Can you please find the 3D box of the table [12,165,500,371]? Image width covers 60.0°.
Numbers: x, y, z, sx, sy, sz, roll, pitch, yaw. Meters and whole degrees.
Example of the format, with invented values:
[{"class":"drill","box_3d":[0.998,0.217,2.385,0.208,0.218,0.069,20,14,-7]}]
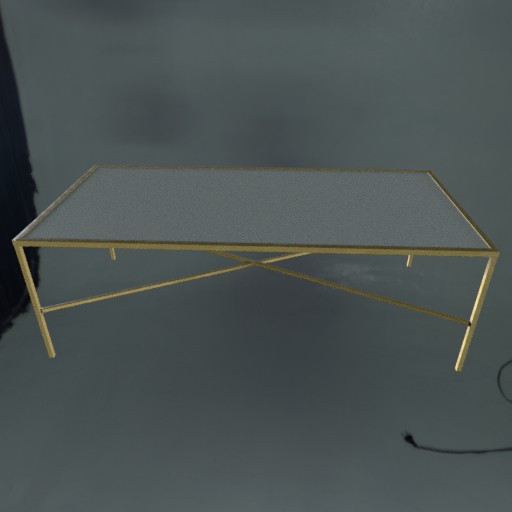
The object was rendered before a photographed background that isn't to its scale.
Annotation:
[{"class":"table","box_3d":[0.000,0.000,1.444,1.206,0.398,0.580,1,31,2]}]
